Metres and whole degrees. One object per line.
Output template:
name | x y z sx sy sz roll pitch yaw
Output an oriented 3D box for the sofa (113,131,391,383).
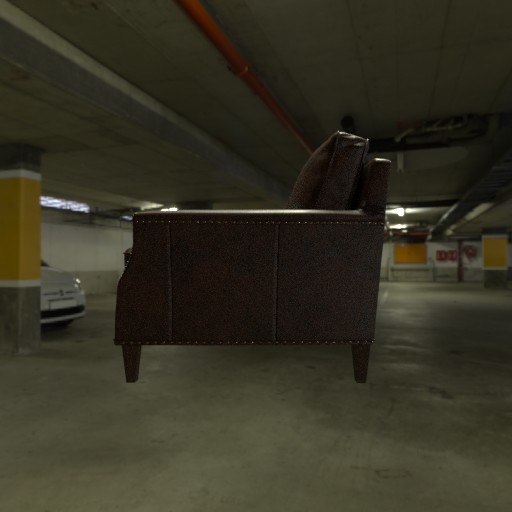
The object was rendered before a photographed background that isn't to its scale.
sofa | 0.000 0.000 2.776 1.084 1.003 2.240 0 -1 0
